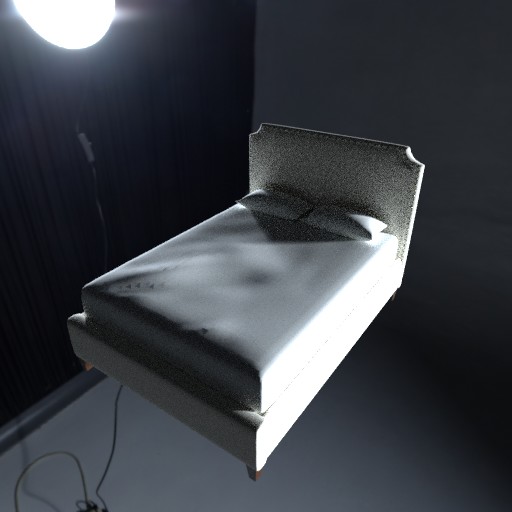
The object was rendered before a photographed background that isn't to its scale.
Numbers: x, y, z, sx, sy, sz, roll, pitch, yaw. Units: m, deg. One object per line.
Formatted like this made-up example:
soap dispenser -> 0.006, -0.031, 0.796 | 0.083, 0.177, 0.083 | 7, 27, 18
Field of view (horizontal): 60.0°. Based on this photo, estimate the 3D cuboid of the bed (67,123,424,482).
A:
bed -> 0.000, 0.000, 3.462 | 1.712, 1.443, 2.365 | 19, 35, 30
